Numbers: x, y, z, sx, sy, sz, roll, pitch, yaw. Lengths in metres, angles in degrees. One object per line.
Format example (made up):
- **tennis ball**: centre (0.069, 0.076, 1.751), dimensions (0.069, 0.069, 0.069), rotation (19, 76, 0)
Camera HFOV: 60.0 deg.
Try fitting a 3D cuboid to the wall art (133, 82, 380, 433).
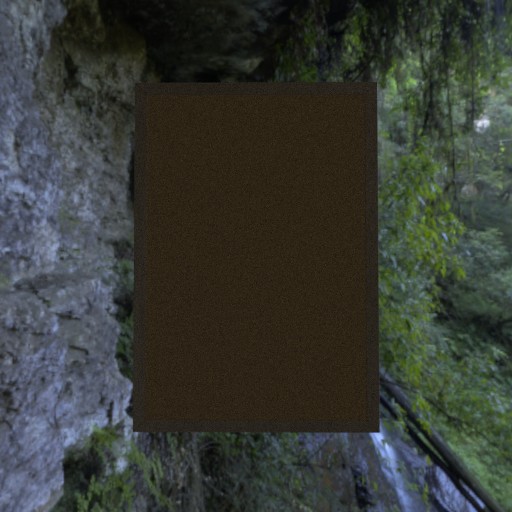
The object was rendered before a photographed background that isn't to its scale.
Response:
- **wall art**: centre (0.000, 0.000, 0.659), dimensions (0.356, 0.509, 0.031), rotation (0, -1, 1)
